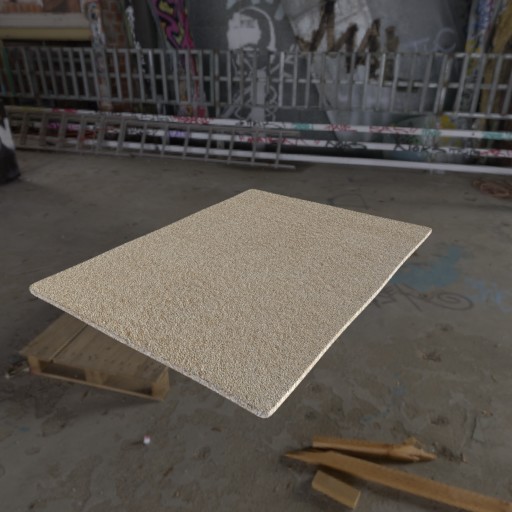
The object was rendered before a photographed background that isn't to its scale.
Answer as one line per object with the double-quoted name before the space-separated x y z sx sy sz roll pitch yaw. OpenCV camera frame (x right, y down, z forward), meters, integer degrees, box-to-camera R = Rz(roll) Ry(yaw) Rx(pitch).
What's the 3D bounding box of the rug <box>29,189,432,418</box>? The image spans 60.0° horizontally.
"rug" 0.000 0.000 2.108 1.200 0.027 1.600 17 31 31
